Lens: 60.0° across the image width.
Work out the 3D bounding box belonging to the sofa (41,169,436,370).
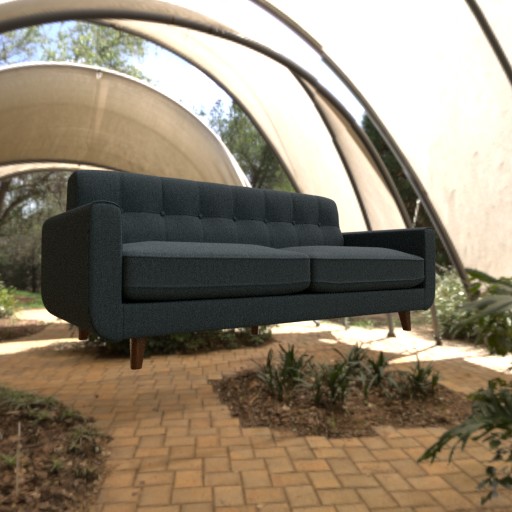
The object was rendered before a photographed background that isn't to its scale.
[{"bbox_3d":[0.000,0.000,2.486,2.055,0.884,0.942,1,-1,-35],"label":"sofa"}]
